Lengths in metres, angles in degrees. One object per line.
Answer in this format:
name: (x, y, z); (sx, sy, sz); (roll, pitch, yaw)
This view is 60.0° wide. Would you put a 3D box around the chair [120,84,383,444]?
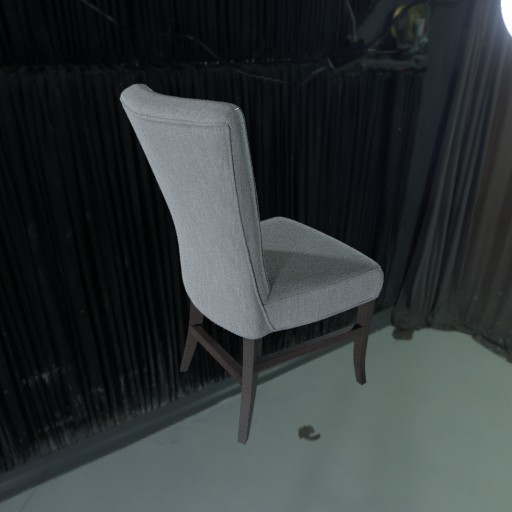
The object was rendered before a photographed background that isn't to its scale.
chair: (0.000, 0.000, 1.371); (0.660, 0.991, 0.520); (-18, 32, -31)
